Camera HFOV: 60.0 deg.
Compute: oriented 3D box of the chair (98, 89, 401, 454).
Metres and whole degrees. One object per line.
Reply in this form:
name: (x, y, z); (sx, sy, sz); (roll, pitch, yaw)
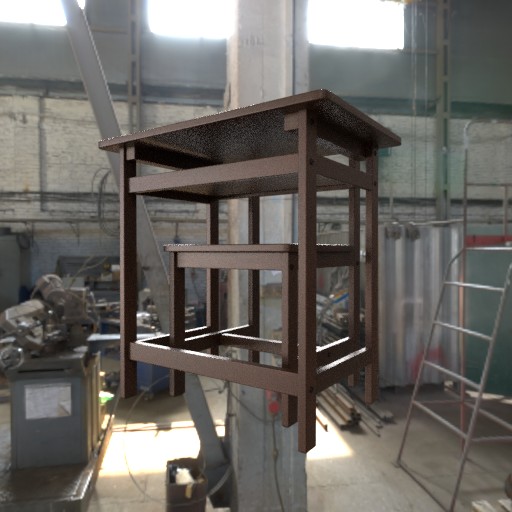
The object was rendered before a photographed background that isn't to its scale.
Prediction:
chair: (0.000, 0.000, 1.063); (0.599, 0.673, 0.463); (0, 1, 36)
